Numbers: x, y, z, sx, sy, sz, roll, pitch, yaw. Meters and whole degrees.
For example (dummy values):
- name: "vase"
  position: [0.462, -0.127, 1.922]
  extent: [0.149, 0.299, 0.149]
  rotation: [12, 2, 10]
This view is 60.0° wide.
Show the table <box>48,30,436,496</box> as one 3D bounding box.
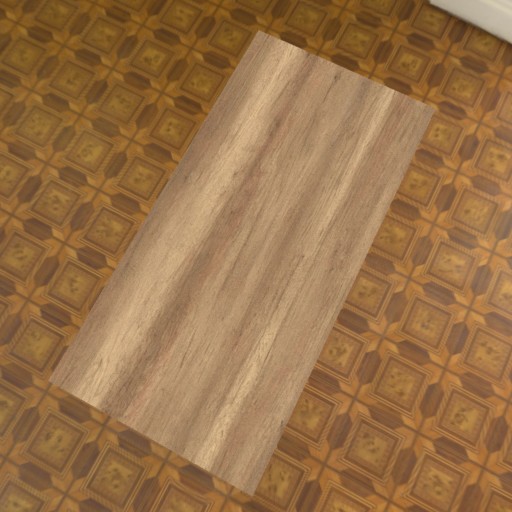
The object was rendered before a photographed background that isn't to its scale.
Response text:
- name: "table"
  position: [0.000, 0.000, 2.254]
  extent: [0.900, 0.790, 1.800]
  rotation: [27, 78, 6]
